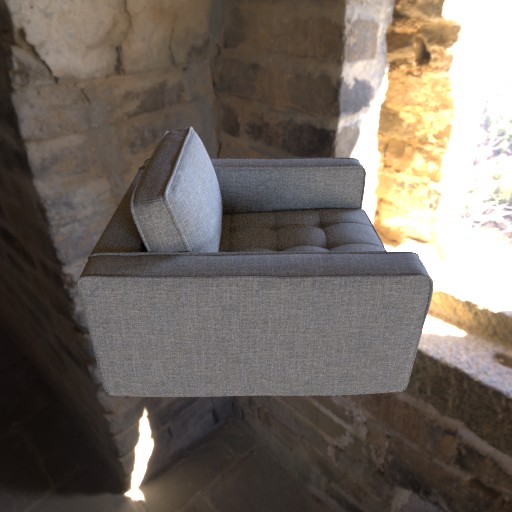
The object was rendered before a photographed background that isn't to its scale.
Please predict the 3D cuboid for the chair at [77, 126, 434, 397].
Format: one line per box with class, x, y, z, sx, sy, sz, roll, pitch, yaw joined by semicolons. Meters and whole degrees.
chair;0.000;0.000;1.562;0.914;0.765;0.889;0;32;-1
